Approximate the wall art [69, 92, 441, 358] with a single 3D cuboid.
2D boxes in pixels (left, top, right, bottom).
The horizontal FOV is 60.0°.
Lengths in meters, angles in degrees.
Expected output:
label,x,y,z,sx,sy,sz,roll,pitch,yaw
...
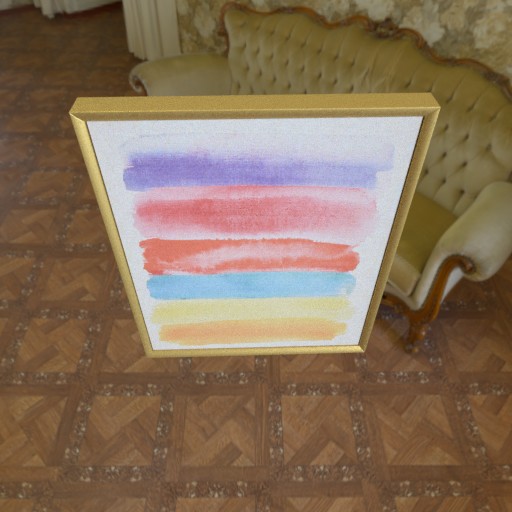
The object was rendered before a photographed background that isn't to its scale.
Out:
label,x,y,z,sx,sy,sz,roll,pitch,yaw
wall art,0.000,0.000,0.881,0.537,0.642,0.048,-1,45,-1
